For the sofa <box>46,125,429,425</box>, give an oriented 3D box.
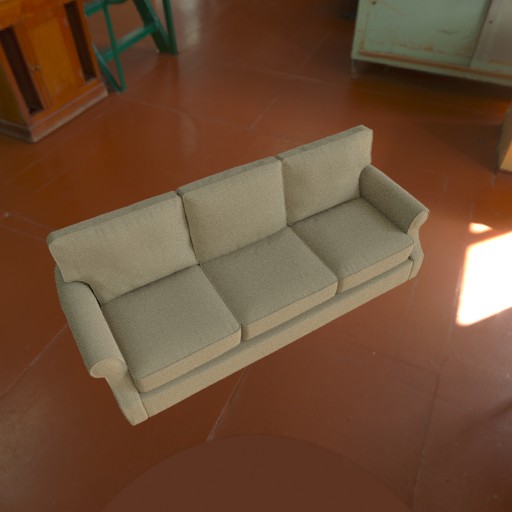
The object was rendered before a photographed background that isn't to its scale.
[{"bbox_3d":[0.000,0.000,2.869,2.354,0.948,0.966,-23,51,-21],"label":"sofa"}]
